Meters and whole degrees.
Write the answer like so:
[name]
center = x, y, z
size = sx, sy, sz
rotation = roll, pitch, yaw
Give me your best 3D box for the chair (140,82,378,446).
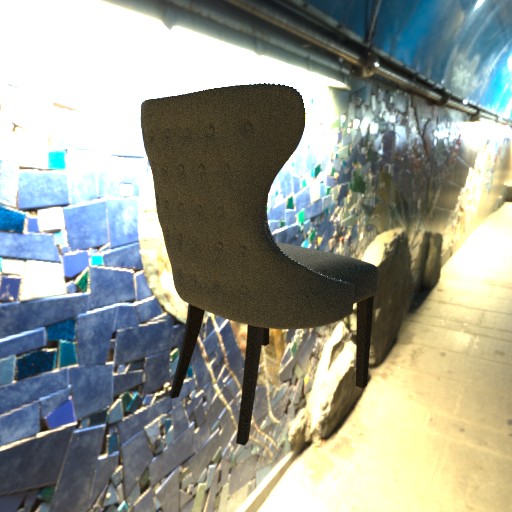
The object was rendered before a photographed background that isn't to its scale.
[chair]
center = 0.000, 0.000, 1.429
size = 0.635, 0.967, 0.628
rotation = -13, 19, -43
